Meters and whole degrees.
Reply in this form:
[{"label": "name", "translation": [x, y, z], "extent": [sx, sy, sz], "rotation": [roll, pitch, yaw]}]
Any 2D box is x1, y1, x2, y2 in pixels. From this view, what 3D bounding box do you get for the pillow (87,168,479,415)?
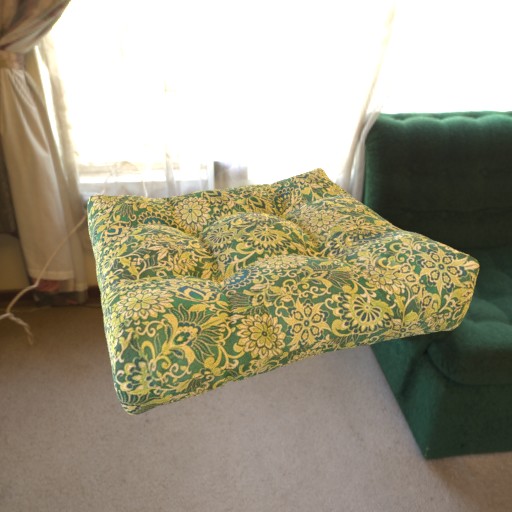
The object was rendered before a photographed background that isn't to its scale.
[{"label": "pillow", "translation": [0.000, 0.000, 0.714], "extent": [0.490, 0.128, 0.468], "rotation": [-11, 30, -19]}]
